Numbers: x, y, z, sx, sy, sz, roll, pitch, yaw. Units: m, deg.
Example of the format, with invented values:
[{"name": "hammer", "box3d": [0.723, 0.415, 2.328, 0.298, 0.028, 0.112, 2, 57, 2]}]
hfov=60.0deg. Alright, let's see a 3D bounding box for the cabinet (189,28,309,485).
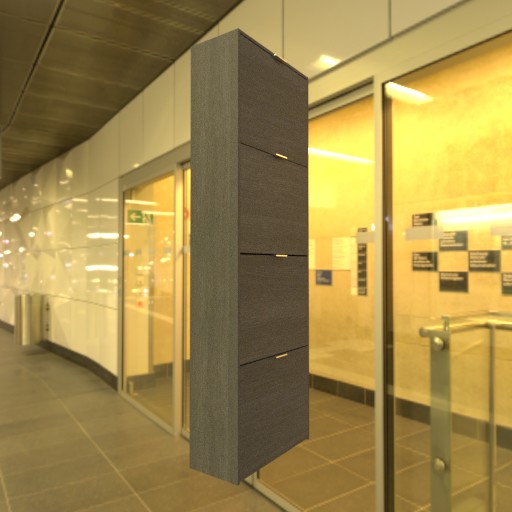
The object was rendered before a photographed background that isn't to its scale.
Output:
[{"name": "cabinet", "box3d": [0.000, 0.000, 1.852, 0.255, 1.630, 0.520, -1, -2, 36]}]
